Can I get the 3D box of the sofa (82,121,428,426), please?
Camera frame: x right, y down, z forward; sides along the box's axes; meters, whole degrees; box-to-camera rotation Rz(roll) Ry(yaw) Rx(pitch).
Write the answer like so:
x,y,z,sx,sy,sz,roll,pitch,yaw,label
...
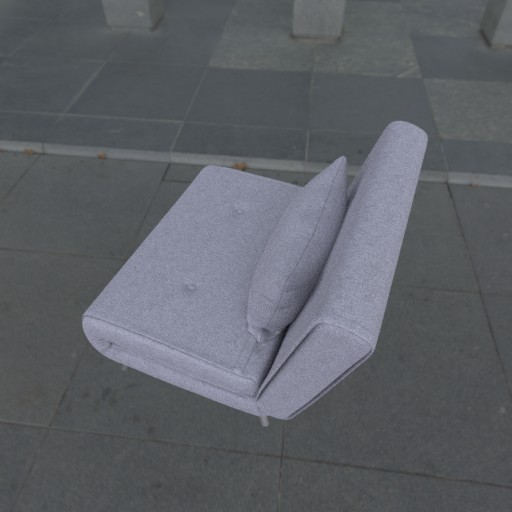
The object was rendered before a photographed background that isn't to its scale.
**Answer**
x,y,z,sx,sy,sz,roll,pitch,yaw,label
0.000,0.000,1.741,1.000,0.825,1.020,16,49,15,sofa
